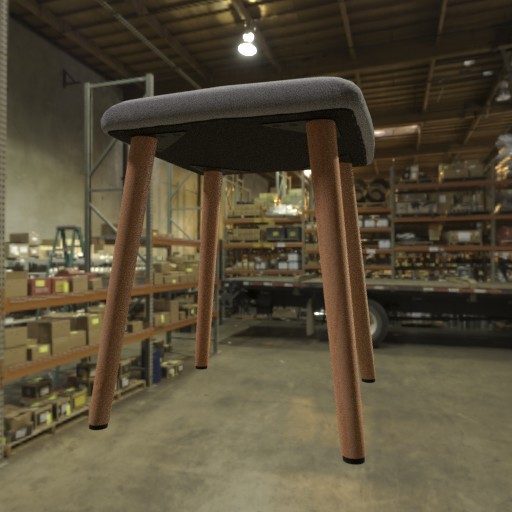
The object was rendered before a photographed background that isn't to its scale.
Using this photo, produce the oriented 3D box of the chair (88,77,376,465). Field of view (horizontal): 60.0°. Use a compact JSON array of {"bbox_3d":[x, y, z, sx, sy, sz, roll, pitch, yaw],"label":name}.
[{"bbox_3d":[0.000,0.000,0.677,0.350,0.440,0.350,0,0,17],"label":"chair"}]
